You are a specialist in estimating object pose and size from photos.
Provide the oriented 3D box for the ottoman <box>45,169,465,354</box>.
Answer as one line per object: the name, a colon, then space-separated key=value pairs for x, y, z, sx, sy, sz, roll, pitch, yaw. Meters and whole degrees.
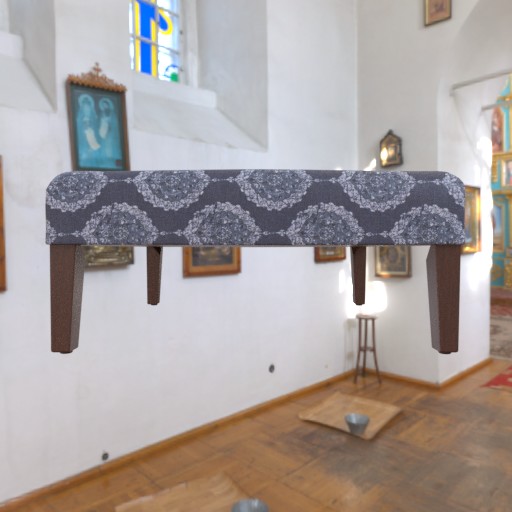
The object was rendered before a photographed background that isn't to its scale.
ottoman: x=0.000 y=0.000 z=1.370 sx=0.890 sy=0.409 sz=0.889 roll=0 pitch=1 yaw=0
